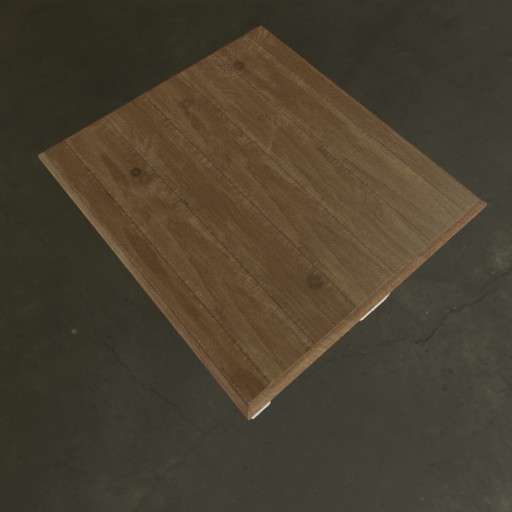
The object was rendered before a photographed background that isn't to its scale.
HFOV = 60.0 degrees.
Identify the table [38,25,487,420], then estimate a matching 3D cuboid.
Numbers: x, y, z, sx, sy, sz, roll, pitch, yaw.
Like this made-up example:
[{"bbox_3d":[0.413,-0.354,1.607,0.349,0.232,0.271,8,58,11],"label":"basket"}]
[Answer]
[{"bbox_3d":[0.000,0.000,0.911,0.457,0.561,0.508,-38,70,-16],"label":"table"}]
